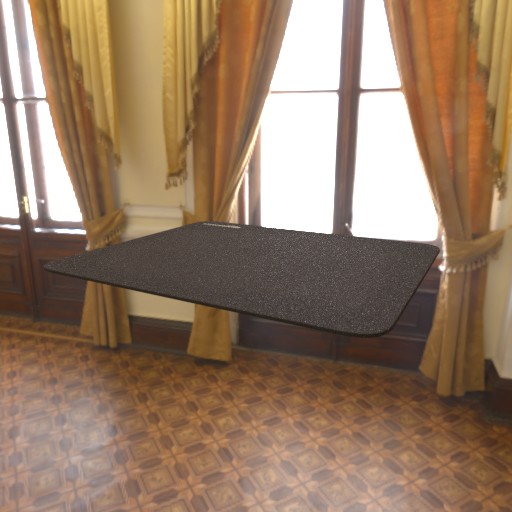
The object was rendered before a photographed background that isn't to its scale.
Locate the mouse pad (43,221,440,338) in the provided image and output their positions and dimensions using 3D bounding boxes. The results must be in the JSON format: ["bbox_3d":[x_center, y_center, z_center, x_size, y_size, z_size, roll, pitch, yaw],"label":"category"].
[{"bbox_3d":[0.000,0.000,0.348,0.249,0.002,0.211,8,17,28],"label":"mouse pad"}]
